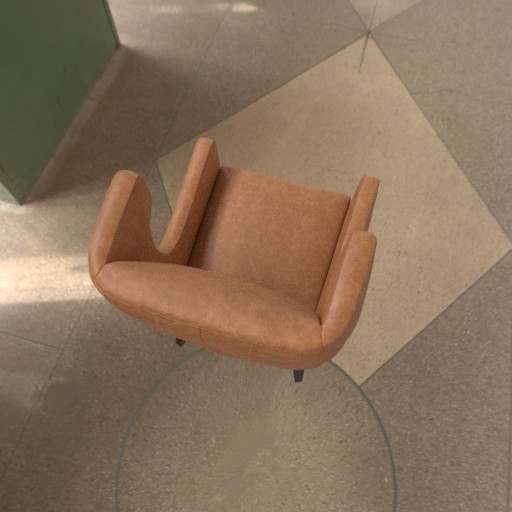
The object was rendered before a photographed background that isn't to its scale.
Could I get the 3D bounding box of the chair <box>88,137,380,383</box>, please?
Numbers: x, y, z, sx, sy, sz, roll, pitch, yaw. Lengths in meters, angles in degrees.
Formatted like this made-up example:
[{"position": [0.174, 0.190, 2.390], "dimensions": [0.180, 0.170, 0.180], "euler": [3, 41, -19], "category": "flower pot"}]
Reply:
[{"position": [0.000, 0.000, 1.632], "dimensions": [0.766, 1.079, 0.899], "euler": [15, 65, 7], "category": "chair"}]
